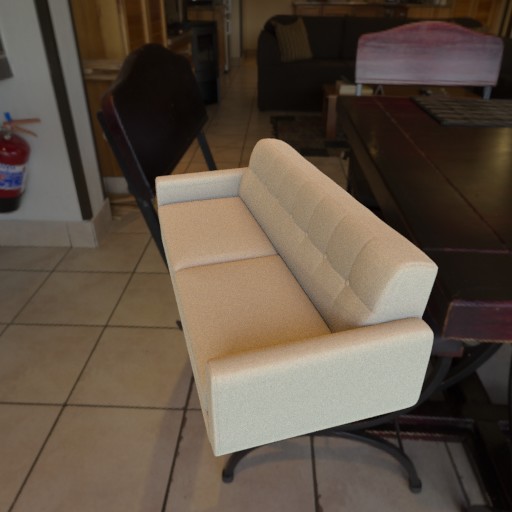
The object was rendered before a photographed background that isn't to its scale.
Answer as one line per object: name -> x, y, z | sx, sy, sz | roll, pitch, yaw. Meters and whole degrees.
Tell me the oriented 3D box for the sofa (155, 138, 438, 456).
sofa -> 0.000, 0.000, 2.628 | 0.980, 0.892, 2.137 | -8, 31, -14
